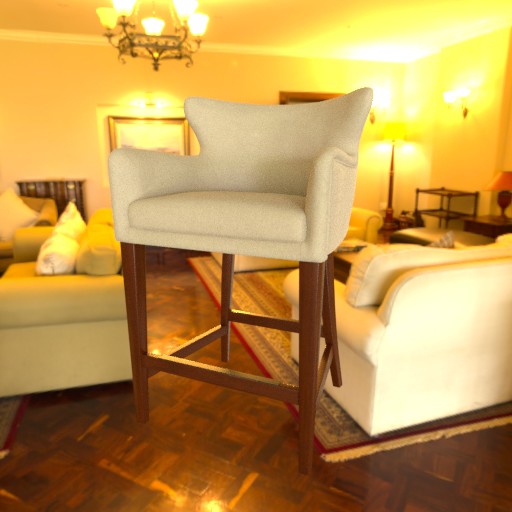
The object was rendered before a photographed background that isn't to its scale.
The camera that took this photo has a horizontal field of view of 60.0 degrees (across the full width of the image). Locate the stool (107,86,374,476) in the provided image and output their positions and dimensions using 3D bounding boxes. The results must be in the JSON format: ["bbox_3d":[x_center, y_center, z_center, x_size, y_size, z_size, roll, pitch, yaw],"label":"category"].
[{"bbox_3d":[0.000,0.000,1.321,0.601,0.951,0.570,6,15,24],"label":"stool"}]
